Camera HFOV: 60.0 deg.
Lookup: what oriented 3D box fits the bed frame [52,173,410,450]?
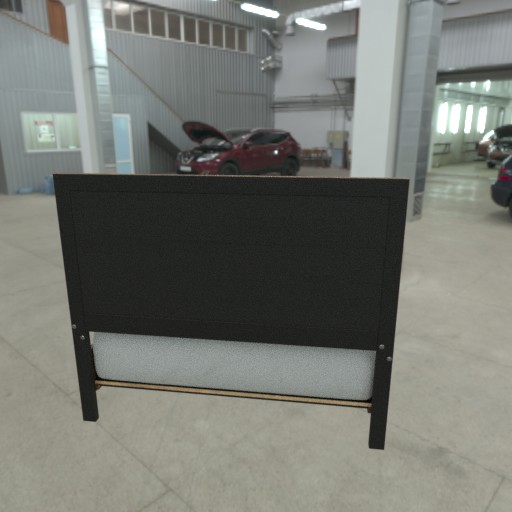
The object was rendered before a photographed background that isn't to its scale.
[{"bbox_3d":[0.000,0.000,3.337,1.696,1.417,2.276,2,16,8],"label":"bed frame"}]
